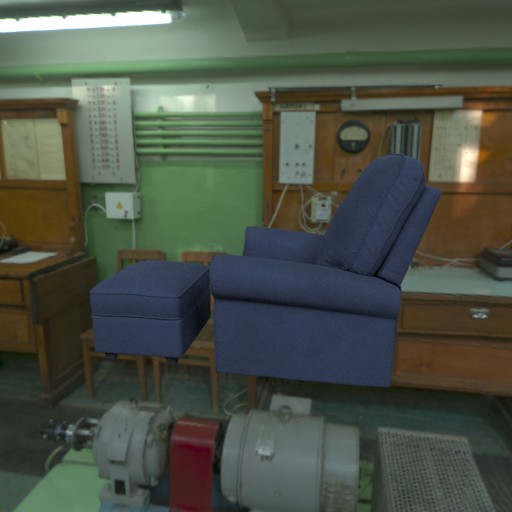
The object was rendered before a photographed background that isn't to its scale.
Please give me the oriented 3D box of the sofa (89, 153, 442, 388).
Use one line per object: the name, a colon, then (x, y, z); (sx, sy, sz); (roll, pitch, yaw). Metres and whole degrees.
sofa: (0.000, 0.000, 2.125); (1.478, 0.959, 0.880); (2, 14, 9)
